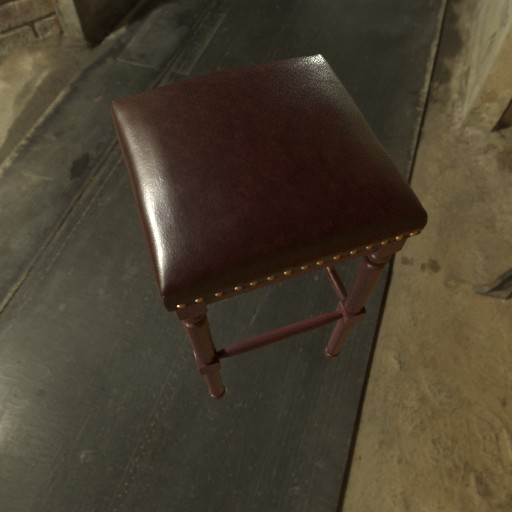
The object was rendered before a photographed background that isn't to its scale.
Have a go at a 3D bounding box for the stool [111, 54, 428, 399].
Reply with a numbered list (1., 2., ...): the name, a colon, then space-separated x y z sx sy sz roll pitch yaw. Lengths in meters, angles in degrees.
1. stool: 0.000 0.000 0.928 0.383 0.702 0.382 -17 61 -9
